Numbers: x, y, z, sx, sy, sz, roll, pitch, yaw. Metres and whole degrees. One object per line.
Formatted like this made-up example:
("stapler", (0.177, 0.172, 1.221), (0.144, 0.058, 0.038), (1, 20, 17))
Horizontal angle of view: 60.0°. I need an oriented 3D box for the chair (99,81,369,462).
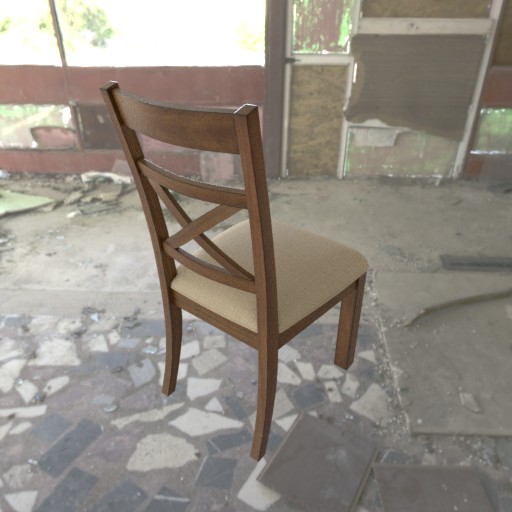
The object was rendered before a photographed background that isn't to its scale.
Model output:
("chair", (0.000, 0.000, 1.249), (0.461, 0.949, 0.581), (22, 37, 33))
